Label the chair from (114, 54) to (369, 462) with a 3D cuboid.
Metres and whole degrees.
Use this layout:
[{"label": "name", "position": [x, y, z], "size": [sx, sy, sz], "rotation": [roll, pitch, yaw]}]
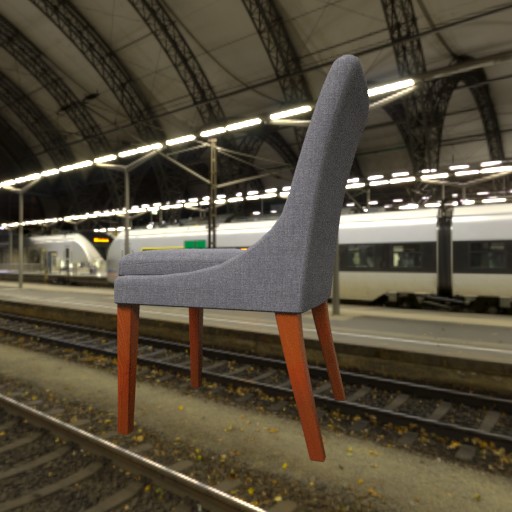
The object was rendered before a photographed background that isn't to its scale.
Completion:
[{"label": "chair", "position": [0.000, 0.000, 1.325], "size": [0.655, 0.952, 0.508], "rotation": [0, -1, 17]}]
